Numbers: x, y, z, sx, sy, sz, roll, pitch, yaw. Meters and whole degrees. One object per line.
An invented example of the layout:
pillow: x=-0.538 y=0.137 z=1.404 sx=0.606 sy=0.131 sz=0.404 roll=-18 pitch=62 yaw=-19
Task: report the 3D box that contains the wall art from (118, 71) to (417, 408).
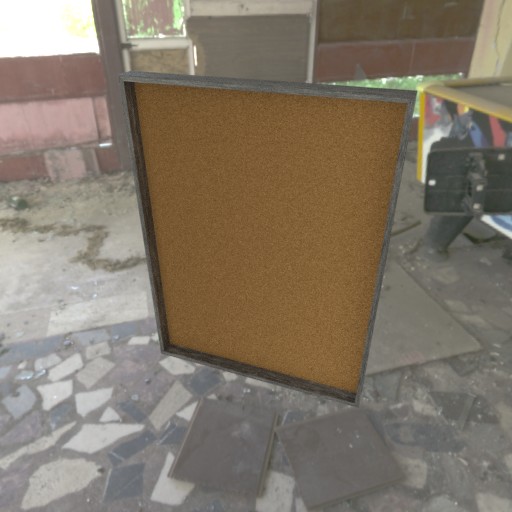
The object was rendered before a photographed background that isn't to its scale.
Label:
wall art: x=0.000 y=0.000 z=1.367 sx=0.762 sy=1.016 sz=0.063 roll=11 pitch=34 yaw=17
